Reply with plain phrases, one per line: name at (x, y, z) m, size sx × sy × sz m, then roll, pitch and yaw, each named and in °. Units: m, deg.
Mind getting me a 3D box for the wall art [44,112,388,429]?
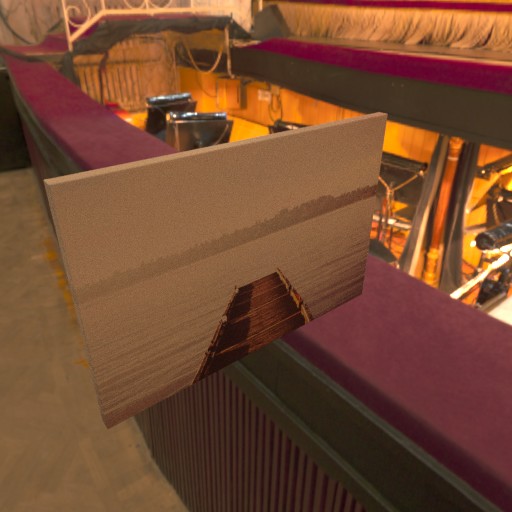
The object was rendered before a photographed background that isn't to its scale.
wall art at (0.000, 0.000, 0.776) m, size 0.615 × 0.410 × 0.021 m, roll -21°, pitch 36°, yaw -33°
